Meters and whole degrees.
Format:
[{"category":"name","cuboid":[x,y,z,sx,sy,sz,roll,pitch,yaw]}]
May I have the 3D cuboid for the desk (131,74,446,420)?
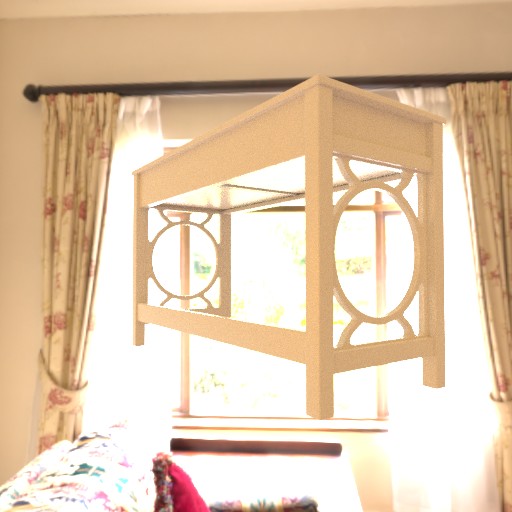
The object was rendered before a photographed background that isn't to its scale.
[{"category":"desk","cuboid":[0.000,0.000,1.593,0.504,0.762,1.191,1,-2,-35]}]
